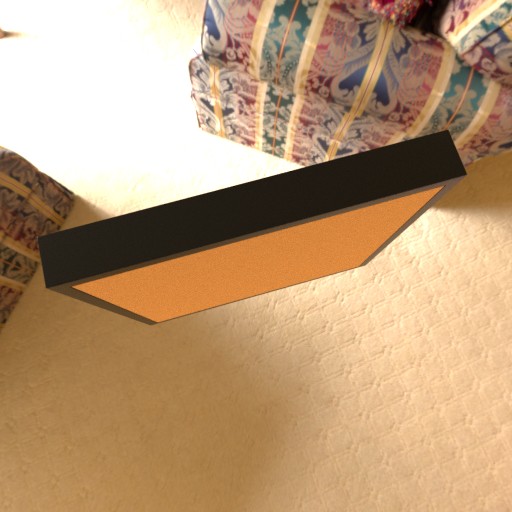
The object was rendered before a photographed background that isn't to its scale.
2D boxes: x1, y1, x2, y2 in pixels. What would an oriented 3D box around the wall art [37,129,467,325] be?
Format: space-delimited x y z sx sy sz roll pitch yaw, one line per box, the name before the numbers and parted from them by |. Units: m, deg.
wall art | 0.000 0.000 0.452 0.299 0.299 0.037 -15 77 -4
